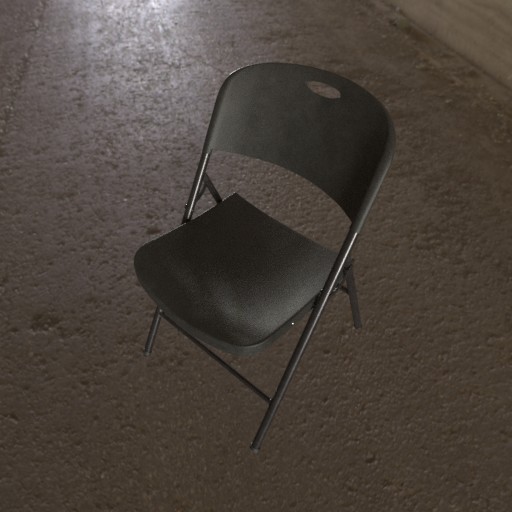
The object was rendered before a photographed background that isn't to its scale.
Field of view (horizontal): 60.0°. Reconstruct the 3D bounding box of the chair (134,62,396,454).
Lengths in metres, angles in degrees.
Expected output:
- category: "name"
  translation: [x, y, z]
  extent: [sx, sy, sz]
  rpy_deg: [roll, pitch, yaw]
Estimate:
- category: "chair"
  translation: [0.000, 0.000, 1.182]
  extent: [0.494, 0.810, 0.566]
  rpy_deg: [32, 55, 27]
